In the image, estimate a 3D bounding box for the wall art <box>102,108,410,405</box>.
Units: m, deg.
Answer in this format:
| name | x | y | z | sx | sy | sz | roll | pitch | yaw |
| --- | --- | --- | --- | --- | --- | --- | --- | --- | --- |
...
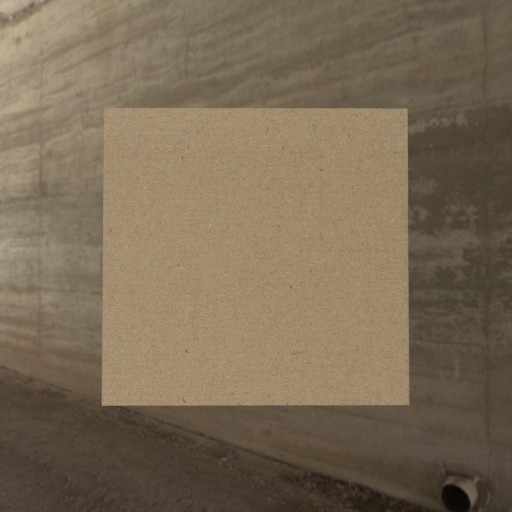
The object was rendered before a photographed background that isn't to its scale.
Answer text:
| name | x | y | z | sx | sy | sz | roll | pitch | yaw |
| --- | --- | --- | --- | --- | --- | --- | --- | --- | --- |
| wall art | 0.000 | 0.000 | 0.489 | 0.327 | 0.318 | 0.029 | 0 | -1 | 0 |
